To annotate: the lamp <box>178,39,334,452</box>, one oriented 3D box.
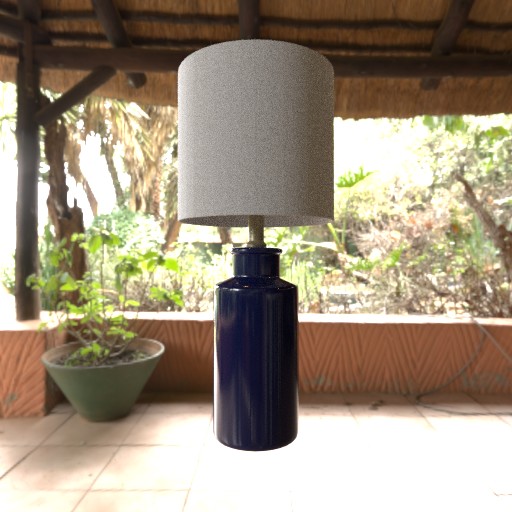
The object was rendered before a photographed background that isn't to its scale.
[{"bbox_3d":[0.000,0.000,0.609,0.212,0.493,0.212,0,0,0],"label":"lamp"}]
